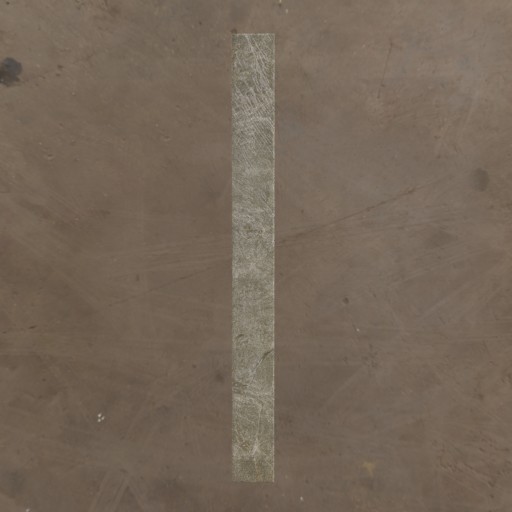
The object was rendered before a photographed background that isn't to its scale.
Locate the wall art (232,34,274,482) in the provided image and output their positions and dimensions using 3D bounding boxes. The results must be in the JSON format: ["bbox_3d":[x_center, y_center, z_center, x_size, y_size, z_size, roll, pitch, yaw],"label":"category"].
[{"bbox_3d":[0.000,0.000,0.604,0.038,0.407,0.405,0,91,1],"label":"wall art"}]
